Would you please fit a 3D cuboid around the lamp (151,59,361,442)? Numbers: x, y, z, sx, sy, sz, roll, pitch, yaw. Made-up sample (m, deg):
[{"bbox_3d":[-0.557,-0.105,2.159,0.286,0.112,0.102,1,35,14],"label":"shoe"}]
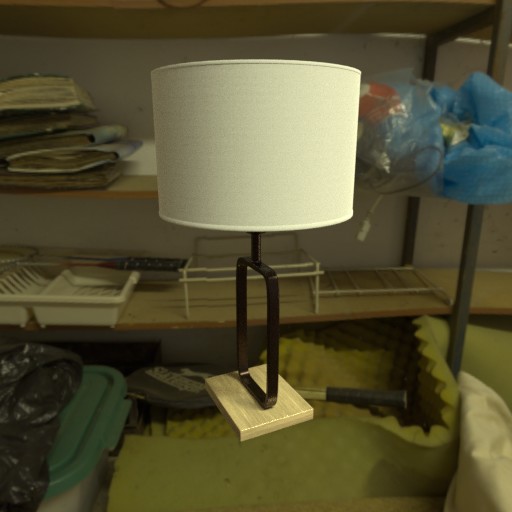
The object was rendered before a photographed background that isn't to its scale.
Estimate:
[{"bbox_3d":[0.000,0.000,0.670,0.279,0.508,0.279,-7,17,-24],"label":"lamp"}]
